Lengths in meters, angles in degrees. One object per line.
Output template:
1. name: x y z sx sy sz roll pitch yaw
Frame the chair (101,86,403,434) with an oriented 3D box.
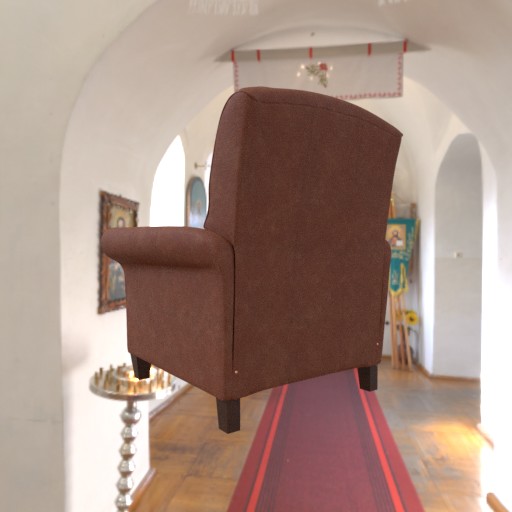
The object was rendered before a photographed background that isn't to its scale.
1. chair: 0.000 0.000 1.805 0.978 1.061 0.902 -1 1 -37
